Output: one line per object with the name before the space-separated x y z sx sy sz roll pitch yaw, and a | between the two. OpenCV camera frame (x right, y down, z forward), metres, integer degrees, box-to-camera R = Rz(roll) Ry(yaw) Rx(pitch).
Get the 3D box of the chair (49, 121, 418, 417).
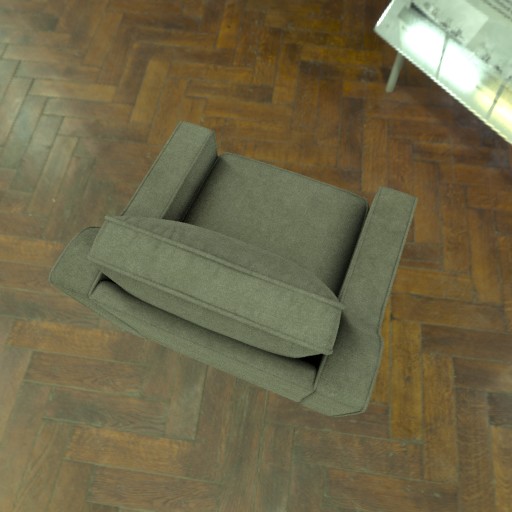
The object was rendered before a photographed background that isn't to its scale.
chair | 0.000 0.000 1.586 0.926 0.944 0.840 20 66 9
